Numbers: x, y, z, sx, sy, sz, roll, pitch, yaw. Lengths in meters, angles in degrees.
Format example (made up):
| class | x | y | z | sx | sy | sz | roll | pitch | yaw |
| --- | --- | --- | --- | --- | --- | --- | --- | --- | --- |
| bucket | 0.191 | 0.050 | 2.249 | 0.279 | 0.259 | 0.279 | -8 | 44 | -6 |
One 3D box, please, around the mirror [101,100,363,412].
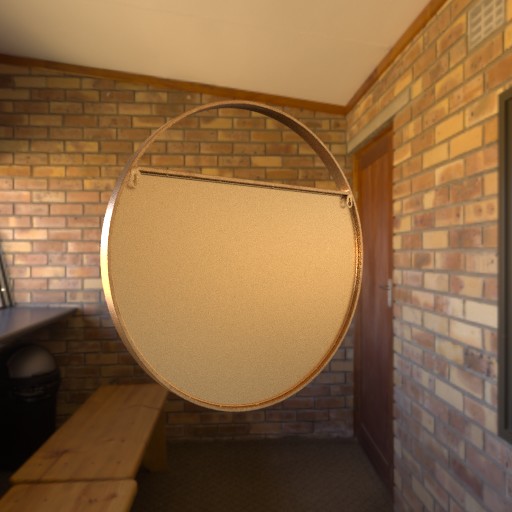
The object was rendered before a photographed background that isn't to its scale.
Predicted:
| class | x | y | z | sx | sy | sz | roll | pitch | yaw |
| --- | --- | --- | --- | --- | --- | --- | --- | --- | --- |
| mirror | 0.000 | 0.000 | 0.832 | 0.565 | 0.565 | 0.032 | 0 | 0 | -36 |
